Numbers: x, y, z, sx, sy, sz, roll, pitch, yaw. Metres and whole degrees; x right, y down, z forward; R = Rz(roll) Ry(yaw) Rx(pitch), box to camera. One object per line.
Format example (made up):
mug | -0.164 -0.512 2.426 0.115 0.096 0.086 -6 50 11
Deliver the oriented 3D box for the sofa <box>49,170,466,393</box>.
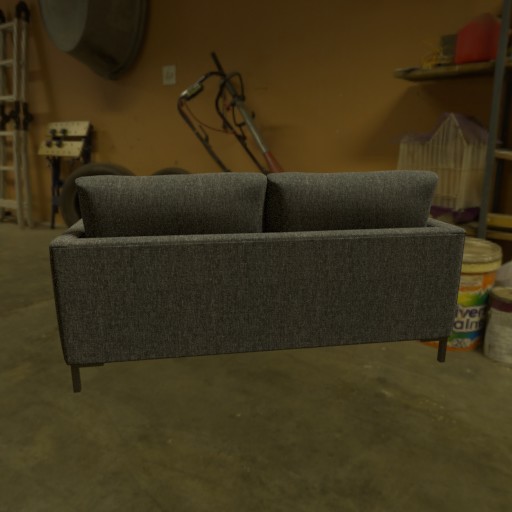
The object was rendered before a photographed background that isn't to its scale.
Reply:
sofa | 0.000 0.000 2.211 1.716 0.862 0.866 -2 15 -9
